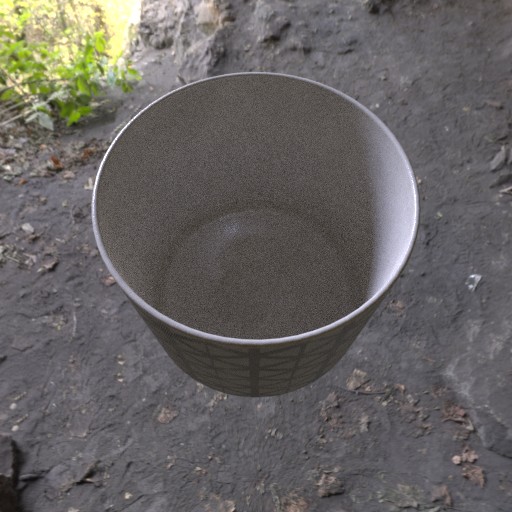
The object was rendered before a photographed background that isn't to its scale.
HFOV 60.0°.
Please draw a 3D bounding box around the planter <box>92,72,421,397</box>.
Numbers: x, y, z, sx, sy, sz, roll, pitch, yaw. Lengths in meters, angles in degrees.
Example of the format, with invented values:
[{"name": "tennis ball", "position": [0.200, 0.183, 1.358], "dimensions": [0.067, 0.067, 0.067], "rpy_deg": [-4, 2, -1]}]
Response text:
[{"name": "planter", "position": [0.000, 0.000, 0.339], "dimensions": [0.190, 0.181, 0.190], "rpy_deg": [0, 63, 0]}]
